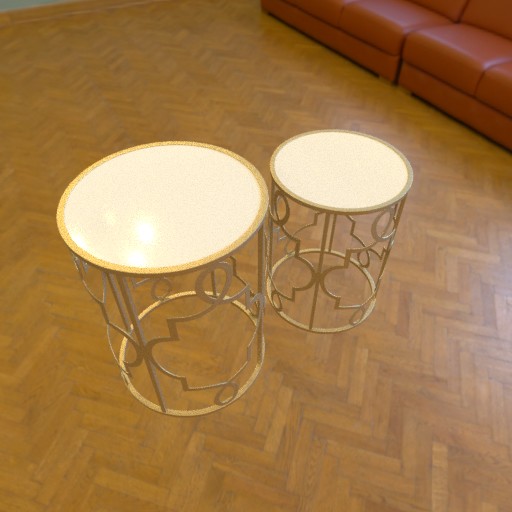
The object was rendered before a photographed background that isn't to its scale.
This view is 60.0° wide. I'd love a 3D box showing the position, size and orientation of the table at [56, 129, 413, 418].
[{"bbox_3d":[0.000,0.000,1.176,0.846,0.564,0.420,-22,50,-20],"label":"table"}]
